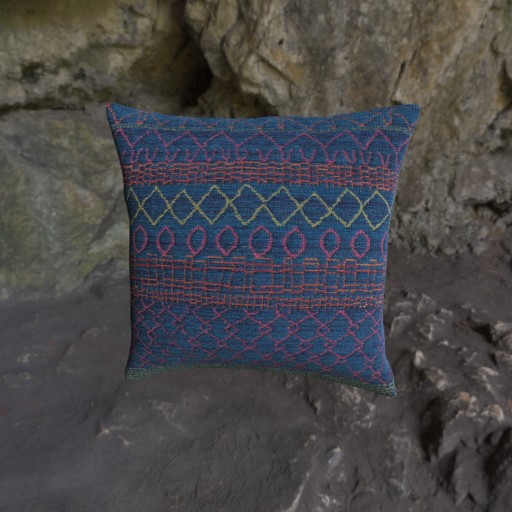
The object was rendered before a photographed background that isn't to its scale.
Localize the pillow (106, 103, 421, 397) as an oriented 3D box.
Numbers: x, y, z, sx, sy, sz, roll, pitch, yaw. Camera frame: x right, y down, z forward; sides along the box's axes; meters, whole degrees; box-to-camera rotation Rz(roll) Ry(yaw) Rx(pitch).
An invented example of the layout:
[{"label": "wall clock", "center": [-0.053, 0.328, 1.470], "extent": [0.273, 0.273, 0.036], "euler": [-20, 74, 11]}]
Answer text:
[{"label": "pillow", "center": [0.000, 0.000, 0.651], "extent": [0.431, 0.431, 0.141], "euler": [2, 14, 7]}]
